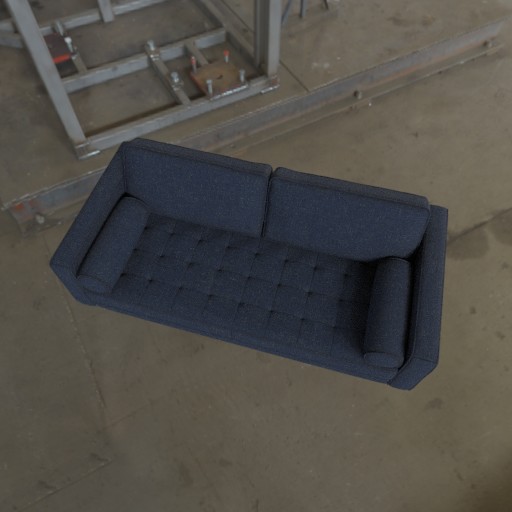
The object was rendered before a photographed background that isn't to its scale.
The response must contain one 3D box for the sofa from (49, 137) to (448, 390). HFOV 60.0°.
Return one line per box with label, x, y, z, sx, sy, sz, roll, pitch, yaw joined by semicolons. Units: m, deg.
sofa;0.000;0.000;2.405;1.880;0.762;0.914;13;59;8
